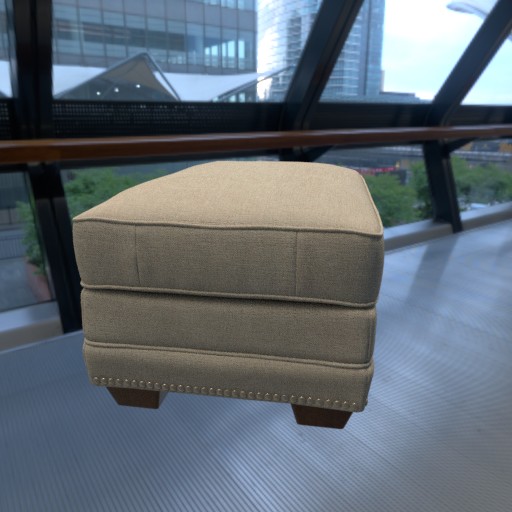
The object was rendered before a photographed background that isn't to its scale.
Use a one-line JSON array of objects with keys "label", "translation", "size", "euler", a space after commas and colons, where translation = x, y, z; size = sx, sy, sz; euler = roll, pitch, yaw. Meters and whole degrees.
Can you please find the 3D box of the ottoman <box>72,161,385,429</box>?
[{"label": "ottoman", "translation": [0.000, 0.000, 1.139], "size": [0.559, 0.458, 0.813], "euler": [3, 16, 9]}]
